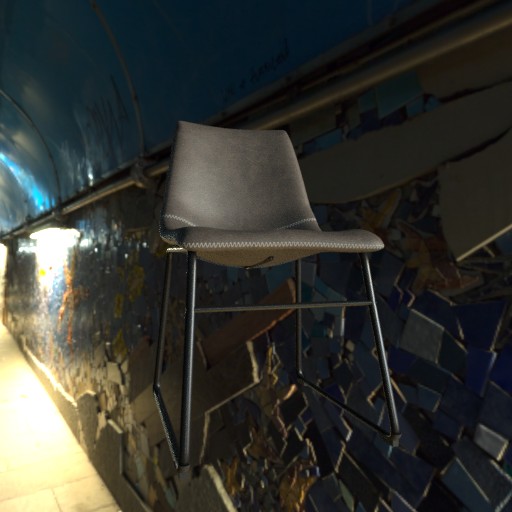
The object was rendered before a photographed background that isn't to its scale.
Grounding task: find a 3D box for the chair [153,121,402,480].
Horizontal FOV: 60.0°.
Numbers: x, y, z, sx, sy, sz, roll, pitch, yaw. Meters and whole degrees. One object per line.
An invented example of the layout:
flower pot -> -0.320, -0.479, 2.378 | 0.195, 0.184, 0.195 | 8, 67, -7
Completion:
chair -> 0.000, 0.000, 1.090 | 0.460, 0.780, 0.550 | 0, 0, -18
